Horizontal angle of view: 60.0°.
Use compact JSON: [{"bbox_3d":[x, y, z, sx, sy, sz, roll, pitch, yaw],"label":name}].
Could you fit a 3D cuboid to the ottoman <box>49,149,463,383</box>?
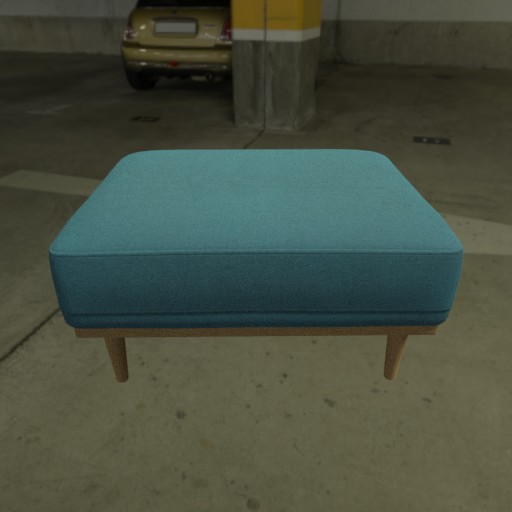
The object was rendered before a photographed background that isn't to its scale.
[{"bbox_3d":[0.000,0.000,1.068,0.749,0.428,0.549,0,30,-1],"label":"ottoman"}]
